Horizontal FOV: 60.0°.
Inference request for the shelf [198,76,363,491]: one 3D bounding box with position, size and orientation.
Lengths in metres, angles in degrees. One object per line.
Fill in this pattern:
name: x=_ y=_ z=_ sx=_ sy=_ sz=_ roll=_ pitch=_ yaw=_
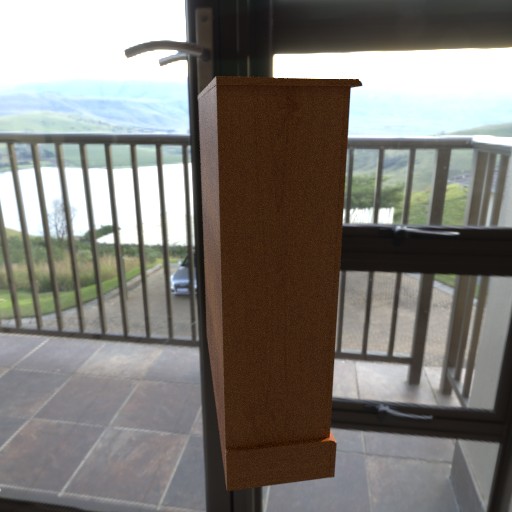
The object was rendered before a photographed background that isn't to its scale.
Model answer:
shelf: x=0.000 y=0.000 z=1.393 sx=0.291 sy=0.980 sz=0.840 roll=-3 pitch=18 yaw=-9
